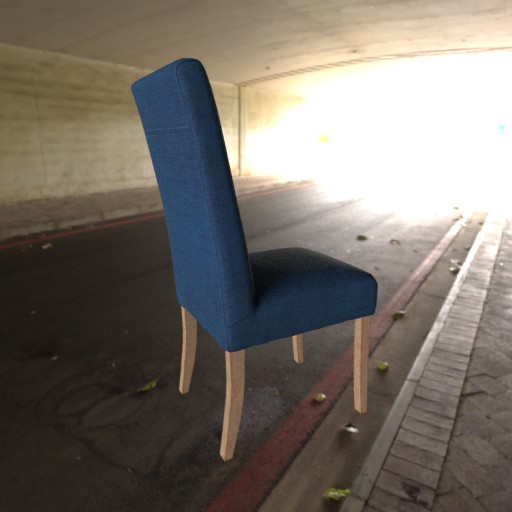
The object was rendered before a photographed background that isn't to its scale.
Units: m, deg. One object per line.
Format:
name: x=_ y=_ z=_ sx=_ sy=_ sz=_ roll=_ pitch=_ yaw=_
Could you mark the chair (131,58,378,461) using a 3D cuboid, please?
chair: x=0.000 y=0.000 z=1.362 sx=0.610 sy=1.029 sz=0.450 roll=-7 pitch=16 yaw=-26
